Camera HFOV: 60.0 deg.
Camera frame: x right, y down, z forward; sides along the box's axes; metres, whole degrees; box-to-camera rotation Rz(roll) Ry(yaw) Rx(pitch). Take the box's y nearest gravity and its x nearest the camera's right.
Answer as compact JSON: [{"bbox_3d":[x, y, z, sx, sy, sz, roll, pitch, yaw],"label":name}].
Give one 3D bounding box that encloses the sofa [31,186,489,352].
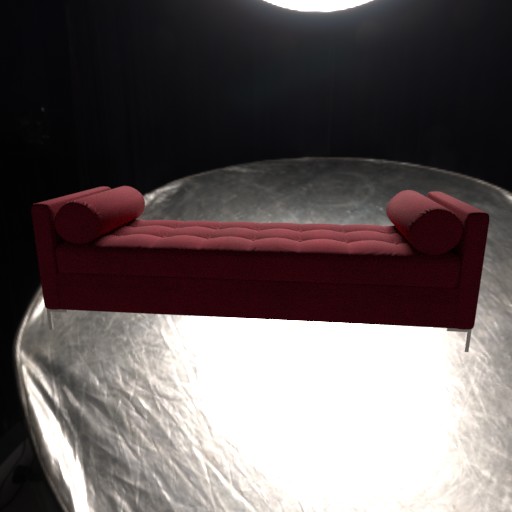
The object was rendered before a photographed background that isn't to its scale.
[{"bbox_3d":[0.000,0.000,2.293,1.981,0.635,0.686,2,16,7],"label":"sofa"}]
